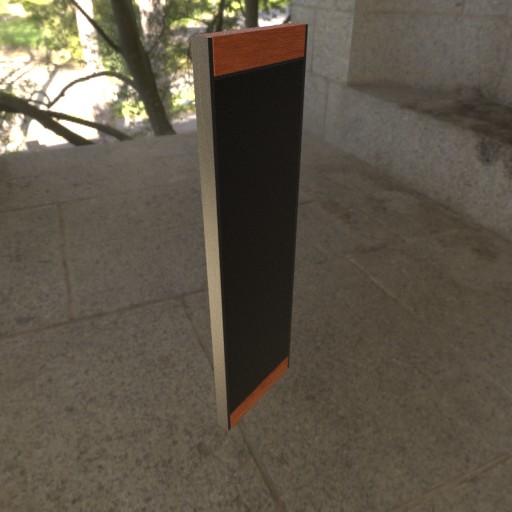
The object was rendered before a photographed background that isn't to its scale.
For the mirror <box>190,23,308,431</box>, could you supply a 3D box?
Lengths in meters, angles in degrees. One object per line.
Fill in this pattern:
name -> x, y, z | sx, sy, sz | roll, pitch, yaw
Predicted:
mirror -> 0.000, 0.000, 1.227 | 0.047, 1.123, 0.343 | 22, 39, 31
